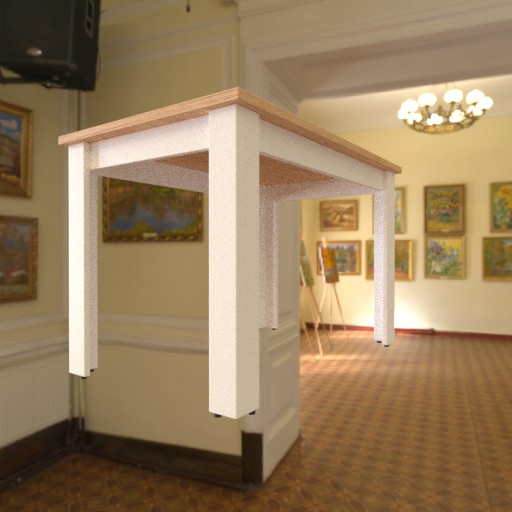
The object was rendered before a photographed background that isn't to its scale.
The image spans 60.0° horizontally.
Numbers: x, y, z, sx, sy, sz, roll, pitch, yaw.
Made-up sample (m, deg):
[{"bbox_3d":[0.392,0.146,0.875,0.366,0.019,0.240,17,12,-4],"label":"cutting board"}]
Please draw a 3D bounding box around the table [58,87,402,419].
[{"bbox_3d":[0.000,0.000,1.600,0.700,0.734,1.100,0,1,36],"label":"table"}]
